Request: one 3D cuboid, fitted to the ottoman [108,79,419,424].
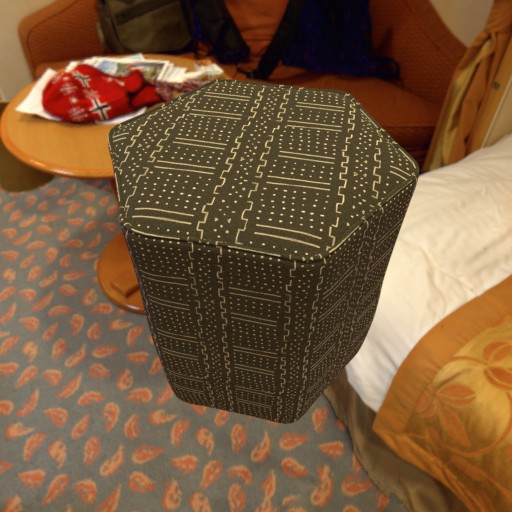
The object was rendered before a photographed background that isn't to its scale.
[{"bbox_3d":[0.000,0.000,0.853,0.494,0.502,0.443,9,48,9],"label":"ottoman"}]
